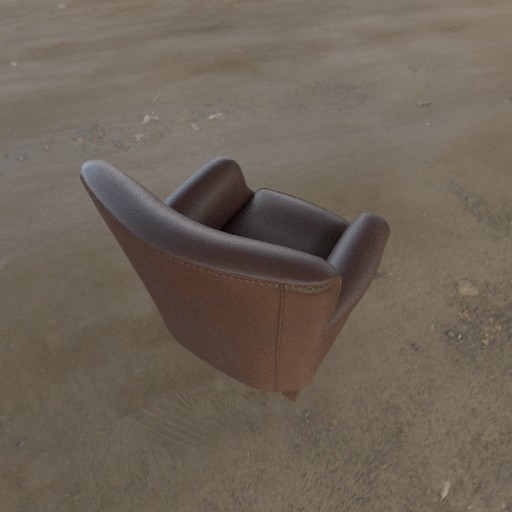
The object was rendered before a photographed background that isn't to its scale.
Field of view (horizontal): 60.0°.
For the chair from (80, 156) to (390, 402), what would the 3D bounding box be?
[{"bbox_3d":[0.000,0.000,1.375,0.700,0.800,0.746,26,54,21],"label":"chair"}]
